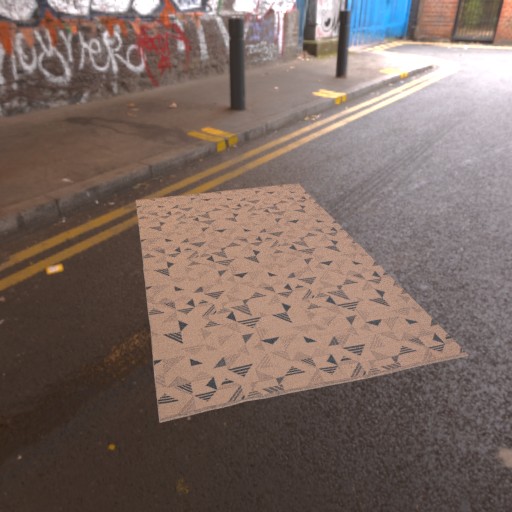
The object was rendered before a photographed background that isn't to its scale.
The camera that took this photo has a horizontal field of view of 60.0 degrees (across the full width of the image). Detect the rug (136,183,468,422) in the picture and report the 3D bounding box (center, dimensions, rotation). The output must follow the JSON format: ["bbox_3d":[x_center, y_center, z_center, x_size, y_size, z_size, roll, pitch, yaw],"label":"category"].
[{"bbox_3d":[0.000,0.000,3.043,1.512,0.009,2.457,-8,31,-13],"label":"rug"}]
